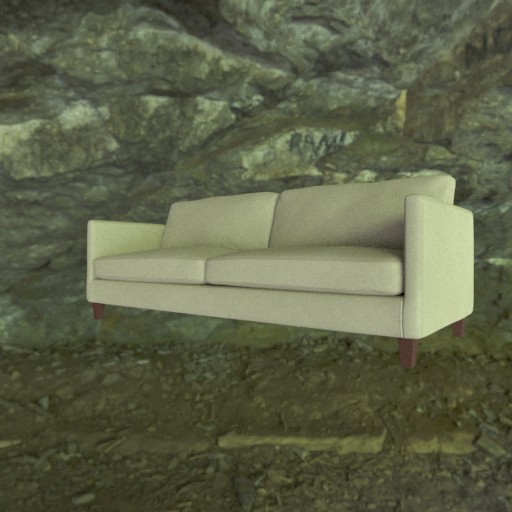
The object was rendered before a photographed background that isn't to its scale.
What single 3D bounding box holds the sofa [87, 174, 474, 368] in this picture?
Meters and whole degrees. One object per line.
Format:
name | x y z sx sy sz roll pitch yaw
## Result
sofa | 0.000 0.000 2.856 2.404 0.912 0.988 0 0 37
